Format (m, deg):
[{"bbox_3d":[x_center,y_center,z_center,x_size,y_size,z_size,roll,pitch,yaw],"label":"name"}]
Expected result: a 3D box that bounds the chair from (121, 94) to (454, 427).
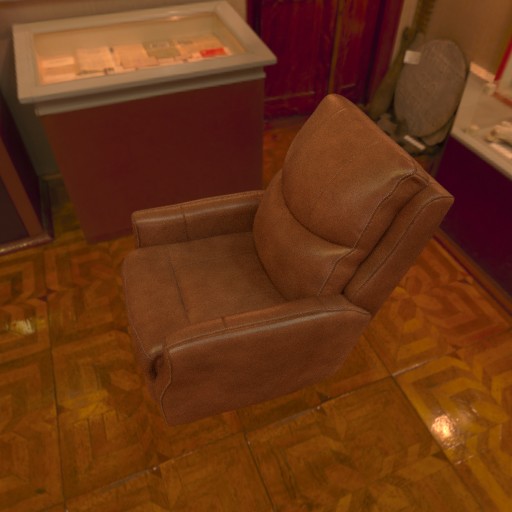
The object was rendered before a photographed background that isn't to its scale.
[{"bbox_3d":[0.000,0.000,1.758,1.072,1.016,0.821,-14,47,-14],"label":"chair"}]
